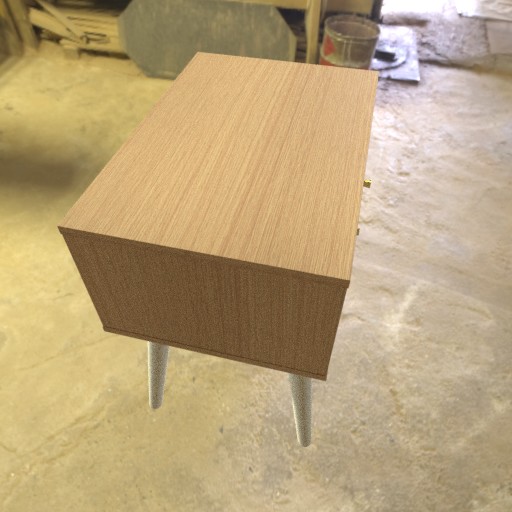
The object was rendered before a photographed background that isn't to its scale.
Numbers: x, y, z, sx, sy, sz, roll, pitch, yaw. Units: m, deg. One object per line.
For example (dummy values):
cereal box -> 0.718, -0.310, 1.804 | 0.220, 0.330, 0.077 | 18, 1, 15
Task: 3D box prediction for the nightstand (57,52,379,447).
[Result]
nightstand -> 0.000, 0.000, 0.971 | 0.407, 0.610, 0.571 | 10, 48, 10
